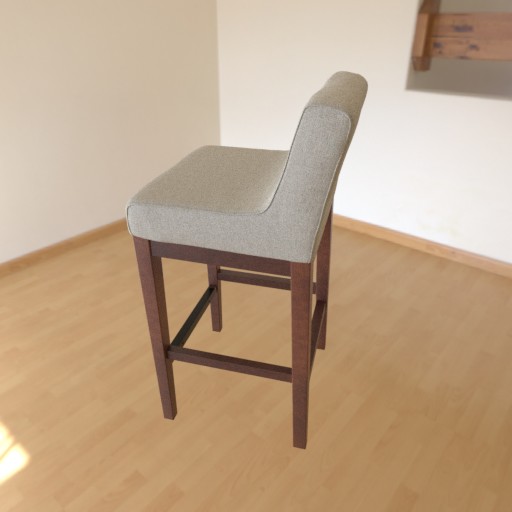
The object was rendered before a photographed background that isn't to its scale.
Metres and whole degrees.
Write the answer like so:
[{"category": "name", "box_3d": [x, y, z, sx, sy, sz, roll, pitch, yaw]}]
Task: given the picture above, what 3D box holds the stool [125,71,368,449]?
[{"category": "stool", "box_3d": [0.000, 0.000, 1.250, 0.500, 0.937, 0.511, 7, 30, 13]}]
